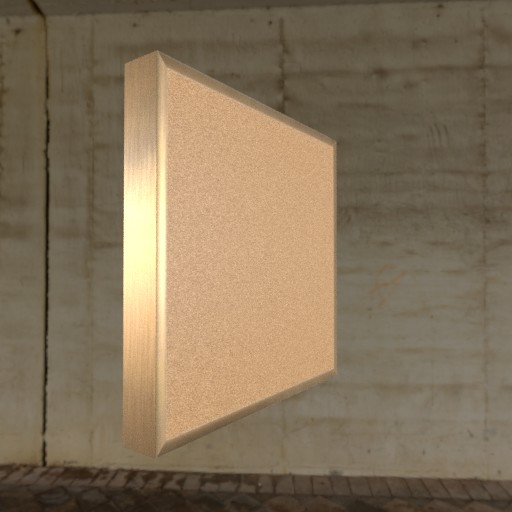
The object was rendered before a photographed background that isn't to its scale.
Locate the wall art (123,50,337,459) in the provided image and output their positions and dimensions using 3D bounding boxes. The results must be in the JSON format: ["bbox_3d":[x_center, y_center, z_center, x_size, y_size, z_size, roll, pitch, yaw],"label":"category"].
[{"bbox_3d":[0.000,0.000,0.463,0.038,0.303,0.305,-1,-1,36],"label":"wall art"}]
